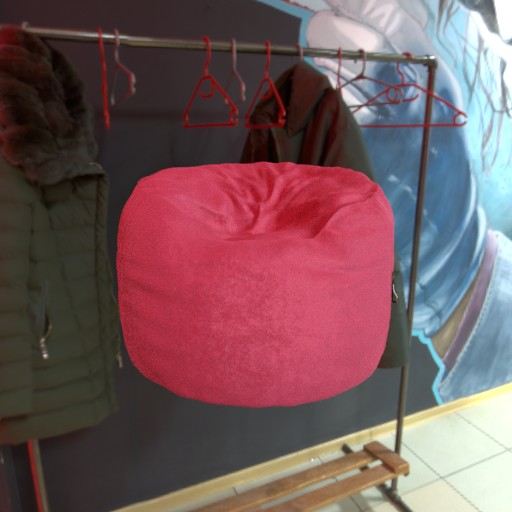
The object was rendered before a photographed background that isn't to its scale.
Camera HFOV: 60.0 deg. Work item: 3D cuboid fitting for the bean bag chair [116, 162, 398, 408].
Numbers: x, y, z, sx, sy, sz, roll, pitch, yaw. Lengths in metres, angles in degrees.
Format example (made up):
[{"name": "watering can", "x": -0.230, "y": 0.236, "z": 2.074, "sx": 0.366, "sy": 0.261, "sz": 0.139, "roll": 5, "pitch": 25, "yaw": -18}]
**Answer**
[{"name": "bean bag chair", "x": 0.000, "y": 0.000, "z": 1.996, "sx": 1.218, "sy": 0.788, "sz": 1.218, "roll": 0, "pitch": 16, "yaw": 0}]
